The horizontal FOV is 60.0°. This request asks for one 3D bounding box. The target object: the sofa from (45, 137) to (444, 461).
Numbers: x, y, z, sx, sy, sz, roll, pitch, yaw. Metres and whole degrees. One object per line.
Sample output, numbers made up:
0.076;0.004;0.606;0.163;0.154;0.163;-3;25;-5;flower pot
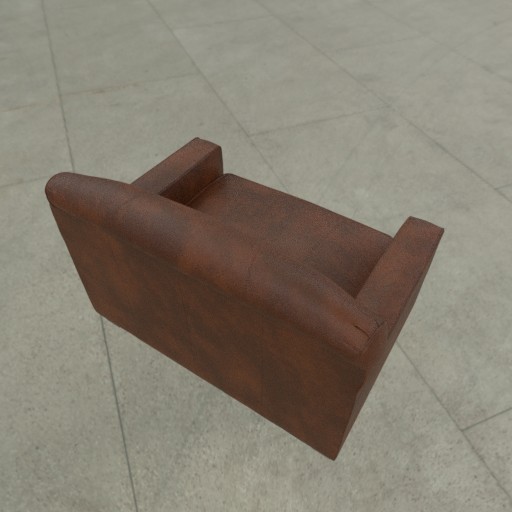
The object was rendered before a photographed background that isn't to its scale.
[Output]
0.000;0.000;2.032;1.413;0.956;1.000;25;51;22;sofa
